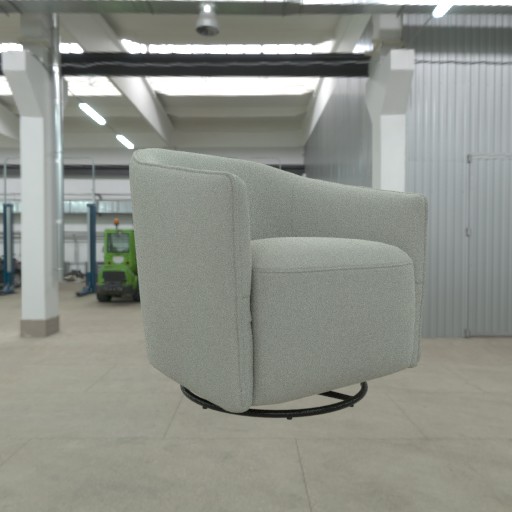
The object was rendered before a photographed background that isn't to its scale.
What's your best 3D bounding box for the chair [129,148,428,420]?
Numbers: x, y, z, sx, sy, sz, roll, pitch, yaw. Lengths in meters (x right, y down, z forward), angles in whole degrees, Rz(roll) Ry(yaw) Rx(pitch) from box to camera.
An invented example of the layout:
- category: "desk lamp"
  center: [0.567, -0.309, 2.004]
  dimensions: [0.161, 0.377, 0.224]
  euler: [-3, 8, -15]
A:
- category: "chair"
  center: [0.000, 0.000, 1.451]
  dimensions: [0.747, 0.799, 0.875]
  euler: [-1, 2, -36]
